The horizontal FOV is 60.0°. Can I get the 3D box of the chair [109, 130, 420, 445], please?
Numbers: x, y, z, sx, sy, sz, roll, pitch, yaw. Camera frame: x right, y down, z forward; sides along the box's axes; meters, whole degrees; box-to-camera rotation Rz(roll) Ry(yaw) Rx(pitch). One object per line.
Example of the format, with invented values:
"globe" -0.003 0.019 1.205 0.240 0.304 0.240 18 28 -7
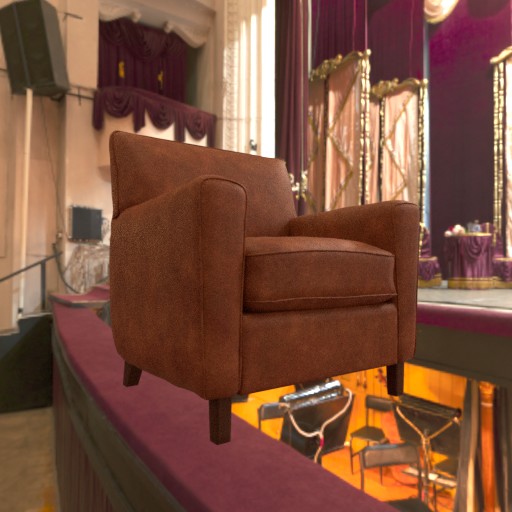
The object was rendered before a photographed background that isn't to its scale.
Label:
"chair" 0.000 0.000 1.587 0.870 0.943 0.823 1 -1 -35
